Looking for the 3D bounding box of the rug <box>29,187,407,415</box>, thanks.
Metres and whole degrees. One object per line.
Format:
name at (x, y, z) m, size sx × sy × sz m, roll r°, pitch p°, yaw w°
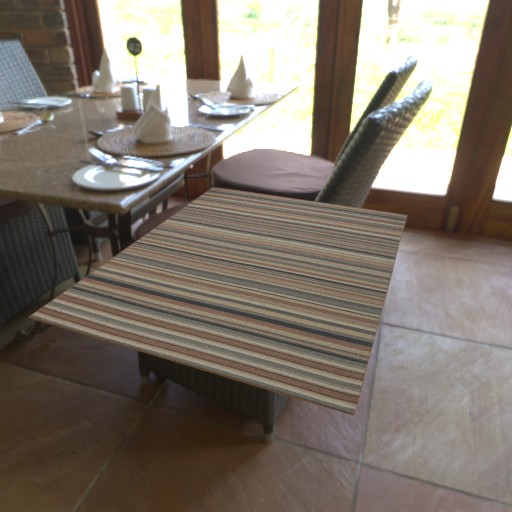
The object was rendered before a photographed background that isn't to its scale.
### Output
rug at (0.000, 0.000, 4.133) m, size 2.436 × 0.011 × 3.045 m, roll 11°, pitch 31°, yaw 19°
